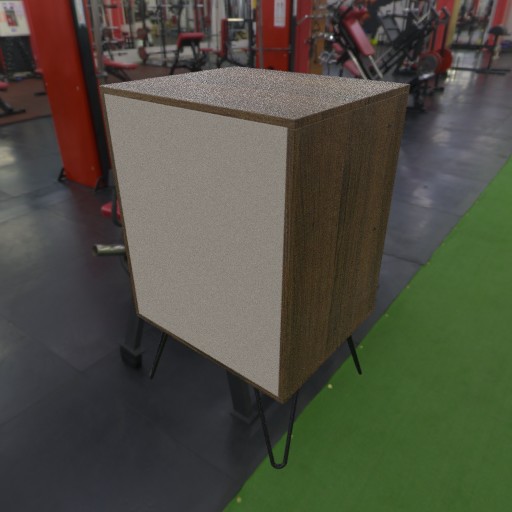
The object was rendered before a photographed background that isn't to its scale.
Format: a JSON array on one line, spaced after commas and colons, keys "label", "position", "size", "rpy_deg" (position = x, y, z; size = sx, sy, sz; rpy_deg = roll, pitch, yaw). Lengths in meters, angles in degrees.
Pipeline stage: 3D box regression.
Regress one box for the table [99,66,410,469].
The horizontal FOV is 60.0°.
[{"label": "table", "position": [0.000, 0.000, 1.190], "size": [0.526, 0.866, 0.457], "rpy_deg": [22, 36, 33]}]
